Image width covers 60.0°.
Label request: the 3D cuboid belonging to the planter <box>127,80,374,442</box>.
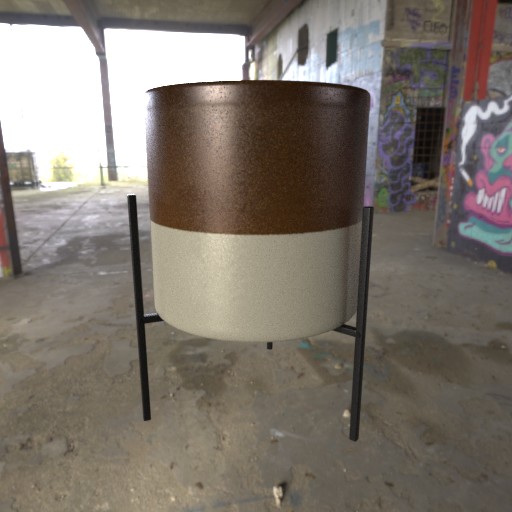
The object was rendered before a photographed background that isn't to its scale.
[{"bbox_3d":[0.000,0.000,0.548,0.255,0.375,0.269,2,15,7],"label":"planter"}]
